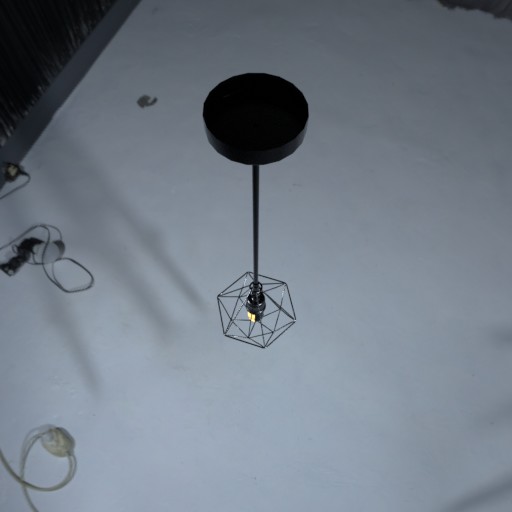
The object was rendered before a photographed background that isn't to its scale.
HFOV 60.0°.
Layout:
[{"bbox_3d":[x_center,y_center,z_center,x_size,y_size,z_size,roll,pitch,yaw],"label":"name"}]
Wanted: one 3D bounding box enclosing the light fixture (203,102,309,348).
[{"bbox_3d":[0.000,0.000,2.008,0.487,1.764,0.431,16,64,8],"label":"light fixture"}]
